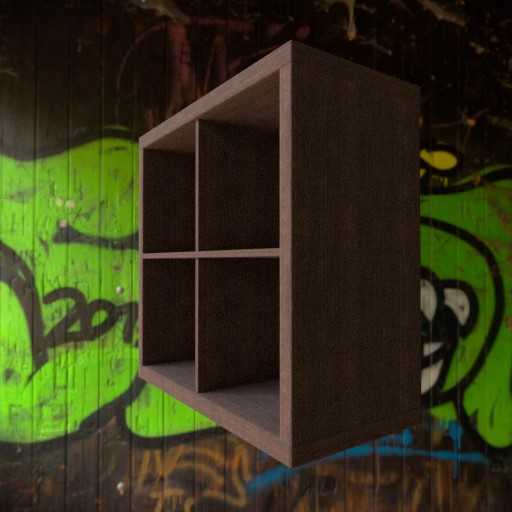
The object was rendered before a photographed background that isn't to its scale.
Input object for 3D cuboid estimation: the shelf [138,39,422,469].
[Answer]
[{"bbox_3d":[0.000,0.000,1.247,0.390,0.786,0.790,1,-1,-35],"label":"shelf"}]
